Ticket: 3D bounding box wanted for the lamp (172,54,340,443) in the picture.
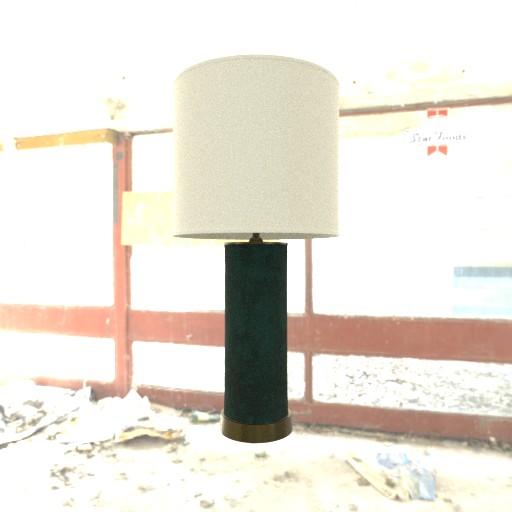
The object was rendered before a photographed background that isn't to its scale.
[{"bbox_3d":[0.000,0.000,0.811,0.301,0.630,0.301,0,0,37],"label":"lamp"}]
